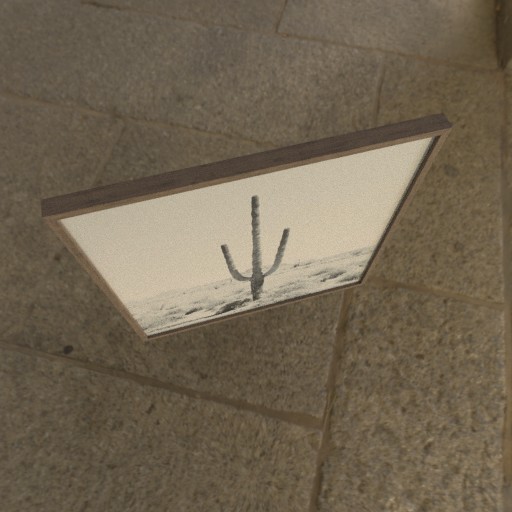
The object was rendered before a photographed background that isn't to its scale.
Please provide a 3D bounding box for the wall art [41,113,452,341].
[{"bbox_3d":[0.000,0.000,1.144,0.762,0.762,0.038,-14,64,-7],"label":"wall art"}]
